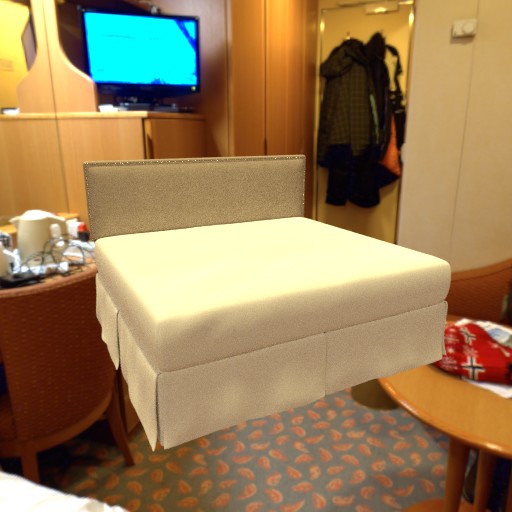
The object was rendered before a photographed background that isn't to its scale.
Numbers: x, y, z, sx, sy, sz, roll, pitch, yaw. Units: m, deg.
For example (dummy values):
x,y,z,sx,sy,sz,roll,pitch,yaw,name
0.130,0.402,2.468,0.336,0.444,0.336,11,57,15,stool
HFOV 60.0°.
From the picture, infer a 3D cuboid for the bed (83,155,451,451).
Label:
x,y,z,sx,sy,sz,roll,pitch,yaw,name
0.000,0.000,3.330,2.170,1.346,1.914,-8,18,-27,bed
